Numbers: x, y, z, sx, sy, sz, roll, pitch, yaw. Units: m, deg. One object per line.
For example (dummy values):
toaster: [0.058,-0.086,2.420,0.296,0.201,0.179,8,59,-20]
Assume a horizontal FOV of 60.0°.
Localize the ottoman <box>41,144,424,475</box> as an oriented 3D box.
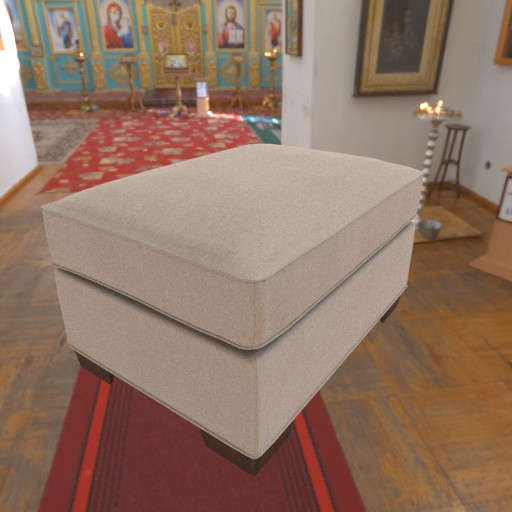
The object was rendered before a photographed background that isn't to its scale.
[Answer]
ottoman: [0.000,0.000,1.218,0.617,0.503,0.846,17,30,32]
